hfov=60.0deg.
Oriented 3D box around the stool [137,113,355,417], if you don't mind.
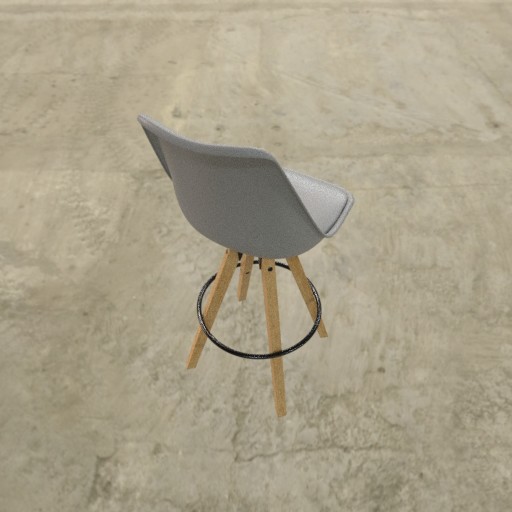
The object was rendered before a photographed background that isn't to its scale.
[{"bbox_3d":[0.000,0.000,1.399,0.485,1.115,0.550,22,49,20],"label":"stool"}]
